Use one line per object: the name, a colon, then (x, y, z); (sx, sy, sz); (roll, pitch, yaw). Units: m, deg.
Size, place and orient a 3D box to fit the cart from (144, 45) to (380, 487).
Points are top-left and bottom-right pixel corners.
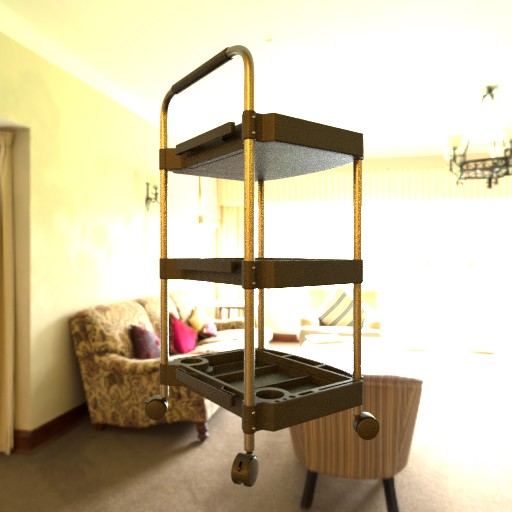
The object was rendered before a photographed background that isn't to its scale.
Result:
cart: (0.000, 0.000, 1.384); (0.518, 1.075, 0.584); (0, 1, -36)
